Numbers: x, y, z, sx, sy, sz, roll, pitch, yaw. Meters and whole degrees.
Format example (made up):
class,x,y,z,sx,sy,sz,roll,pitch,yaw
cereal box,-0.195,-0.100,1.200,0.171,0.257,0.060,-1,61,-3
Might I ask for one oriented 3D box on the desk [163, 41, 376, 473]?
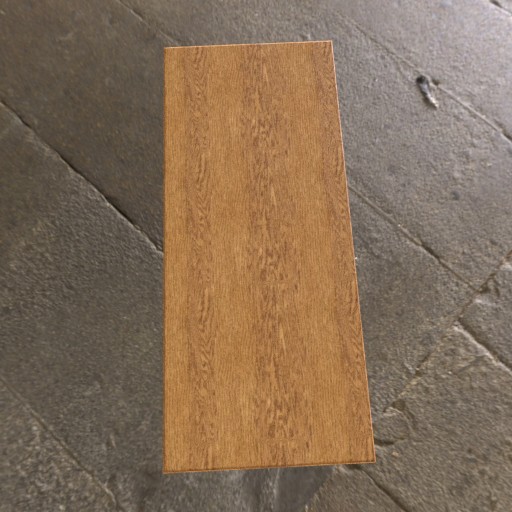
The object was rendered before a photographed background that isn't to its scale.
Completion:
class,x,y,z,sx,sy,sz,roll,pitch,yaw
desk,0.000,0.000,1.950,0.685,0.751,1.567,-3,76,-1
